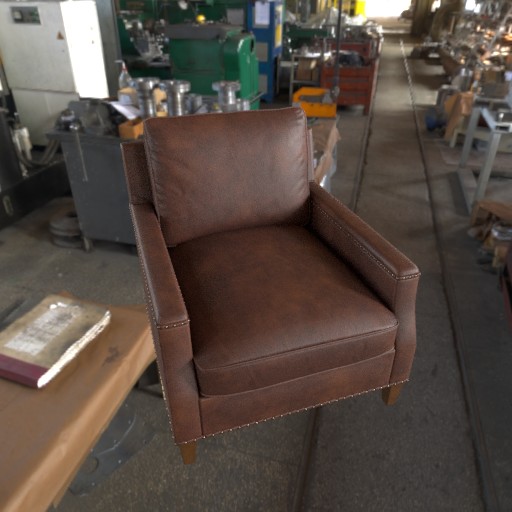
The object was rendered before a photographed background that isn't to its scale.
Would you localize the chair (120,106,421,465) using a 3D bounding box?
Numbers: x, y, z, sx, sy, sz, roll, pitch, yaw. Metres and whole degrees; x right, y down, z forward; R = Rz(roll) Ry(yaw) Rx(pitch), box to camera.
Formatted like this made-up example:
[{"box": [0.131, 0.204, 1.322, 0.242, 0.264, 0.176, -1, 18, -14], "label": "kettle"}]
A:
[{"box": [0.000, 0.000, 1.696, 0.853, 0.929, 1.014, -10, 32, -16], "label": "chair"}]
